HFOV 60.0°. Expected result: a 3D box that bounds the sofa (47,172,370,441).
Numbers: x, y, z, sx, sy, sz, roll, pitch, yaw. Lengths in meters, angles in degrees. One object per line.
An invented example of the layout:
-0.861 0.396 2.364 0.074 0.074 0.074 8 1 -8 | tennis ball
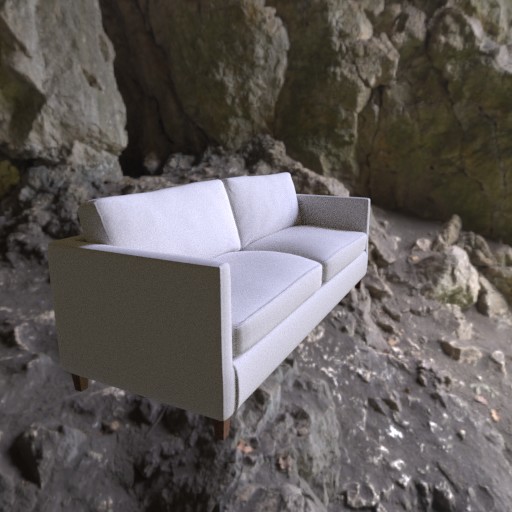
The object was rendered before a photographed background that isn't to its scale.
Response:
0.000 0.000 2.850 0.951 0.962 2.361 7 16 26 | sofa
